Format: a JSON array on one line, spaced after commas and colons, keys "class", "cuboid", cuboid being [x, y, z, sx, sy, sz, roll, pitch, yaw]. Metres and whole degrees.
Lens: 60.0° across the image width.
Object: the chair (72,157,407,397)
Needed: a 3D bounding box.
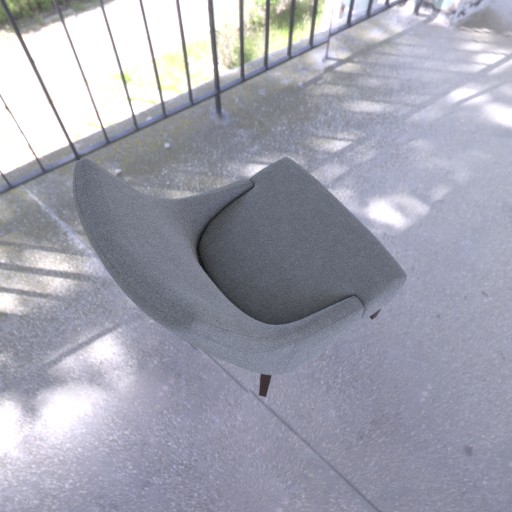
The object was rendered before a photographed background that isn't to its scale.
[{"class": "chair", "cuboid": [0.000, 0.000, 1.476, 0.861, 0.909, 0.701, -32, 64, -17]}]
